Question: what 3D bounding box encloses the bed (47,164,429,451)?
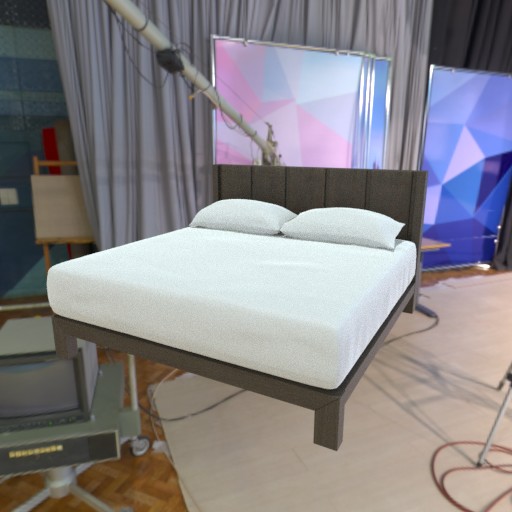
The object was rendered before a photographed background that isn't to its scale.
[{"bbox_3d":[0.000,0.000,3.498,2.143,1.261,2.238,8,17,28],"label":"bed"}]
